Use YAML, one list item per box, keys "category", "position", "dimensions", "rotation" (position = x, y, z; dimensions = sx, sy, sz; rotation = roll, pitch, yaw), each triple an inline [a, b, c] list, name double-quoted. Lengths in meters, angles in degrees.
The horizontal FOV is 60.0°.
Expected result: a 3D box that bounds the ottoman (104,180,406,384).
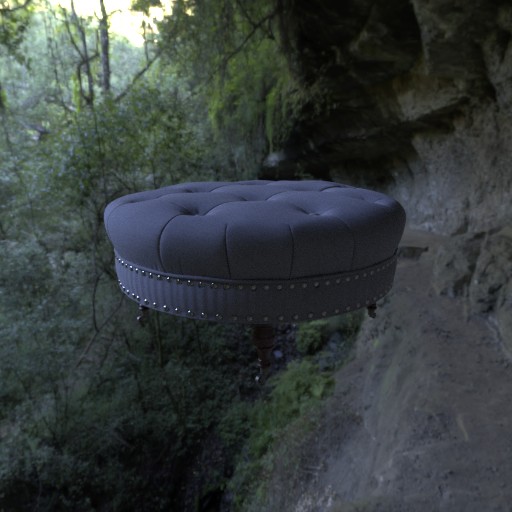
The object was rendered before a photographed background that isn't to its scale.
- category: "ottoman"
  position: [0.000, 0.000, 1.409]
  dimensions: [0.901, 0.439, 0.901]
  rotation: [0, 15, 0]
